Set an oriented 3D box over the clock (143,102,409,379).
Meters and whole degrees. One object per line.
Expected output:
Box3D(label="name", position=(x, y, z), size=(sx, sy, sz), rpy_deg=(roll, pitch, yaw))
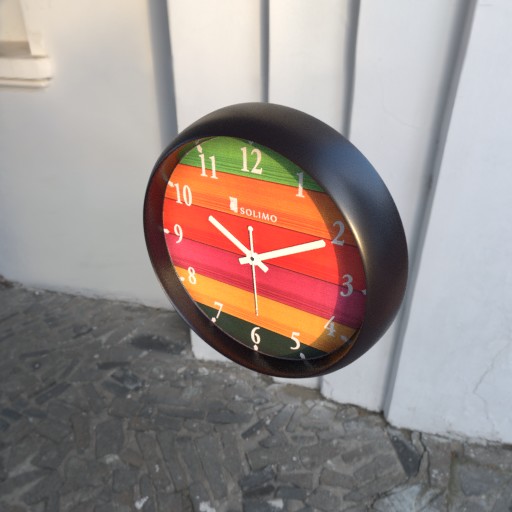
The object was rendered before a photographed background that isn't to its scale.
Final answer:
Box3D(label="clock", position=(0.000, 0.000, 0.463), size=(0.300, 0.300, 0.060), rpy_deg=(18, 35, 28))
